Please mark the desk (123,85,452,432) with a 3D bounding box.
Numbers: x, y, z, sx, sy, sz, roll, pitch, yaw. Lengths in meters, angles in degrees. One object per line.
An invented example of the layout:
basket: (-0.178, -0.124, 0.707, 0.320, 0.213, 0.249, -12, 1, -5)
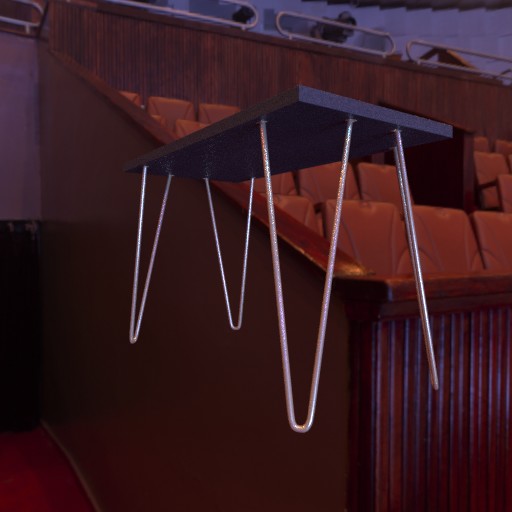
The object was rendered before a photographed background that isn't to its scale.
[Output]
desk: (0.000, 0.000, 1.373, 0.499, 0.660, 0.991, -1, 2, -35)
